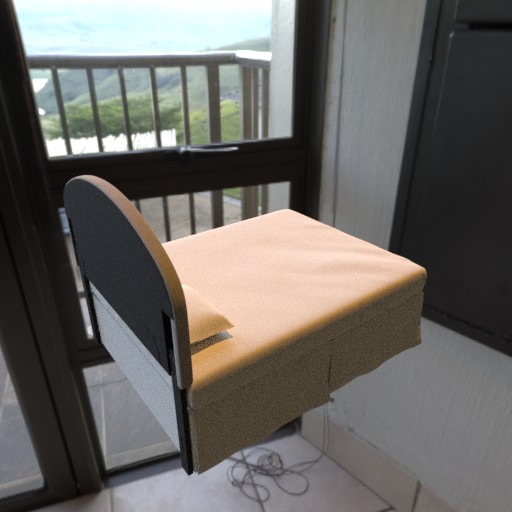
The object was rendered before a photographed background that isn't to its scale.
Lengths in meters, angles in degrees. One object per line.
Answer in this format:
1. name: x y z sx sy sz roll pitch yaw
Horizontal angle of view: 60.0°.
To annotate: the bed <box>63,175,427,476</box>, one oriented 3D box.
1. bed: 0.000 0.000 3.057 2.005 1.410 1.607 -19 32 -33
